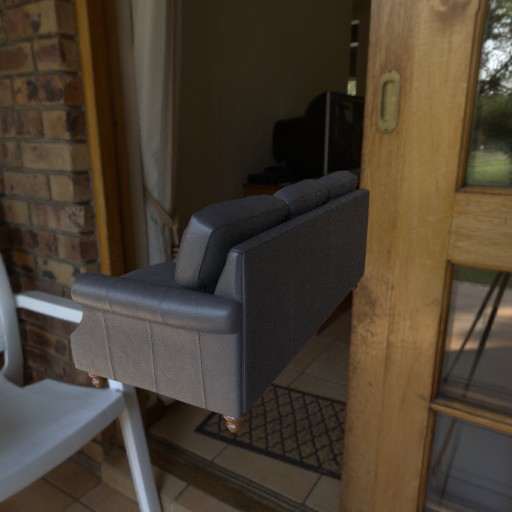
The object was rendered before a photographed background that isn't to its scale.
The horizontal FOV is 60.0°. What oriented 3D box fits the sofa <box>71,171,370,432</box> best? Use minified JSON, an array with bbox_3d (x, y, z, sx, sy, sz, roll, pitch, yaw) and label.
[{"bbox_3d":[0.000,0.000,2.886,0.974,0.977,2.387,8,17,25],"label":"sofa"}]
